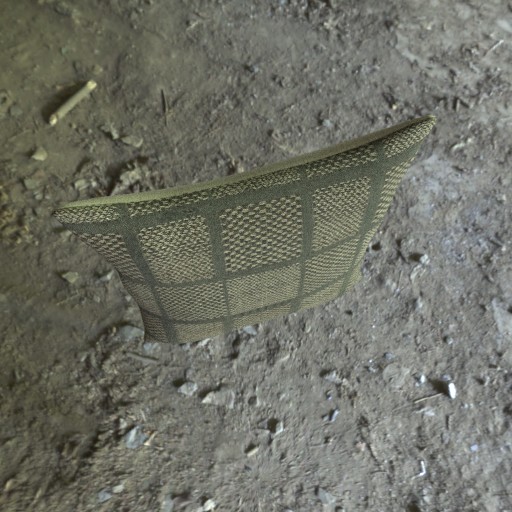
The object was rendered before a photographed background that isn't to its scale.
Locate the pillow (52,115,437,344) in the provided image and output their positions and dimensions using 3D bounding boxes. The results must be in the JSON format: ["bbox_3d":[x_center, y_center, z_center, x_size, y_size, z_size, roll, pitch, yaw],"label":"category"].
[{"bbox_3d":[0.000,0.000,0.664,0.435,0.432,0.138,-16,64,-8],"label":"pillow"}]
